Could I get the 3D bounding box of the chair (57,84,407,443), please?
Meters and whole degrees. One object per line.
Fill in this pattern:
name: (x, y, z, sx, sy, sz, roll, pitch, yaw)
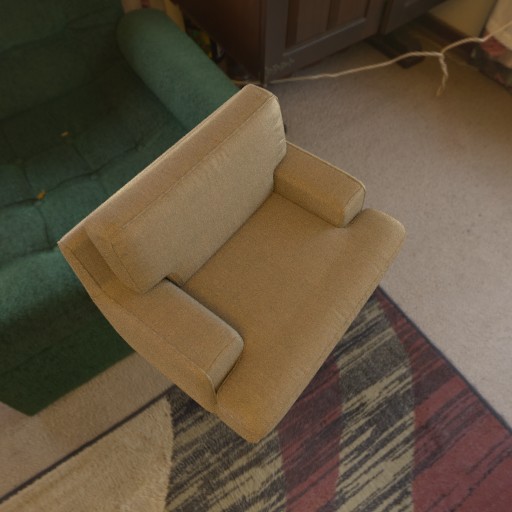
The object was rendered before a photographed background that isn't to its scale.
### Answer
chair: (0.000, 0.000, 2.070, 1.043, 0.974, 1.270, 33, 64, 19)
